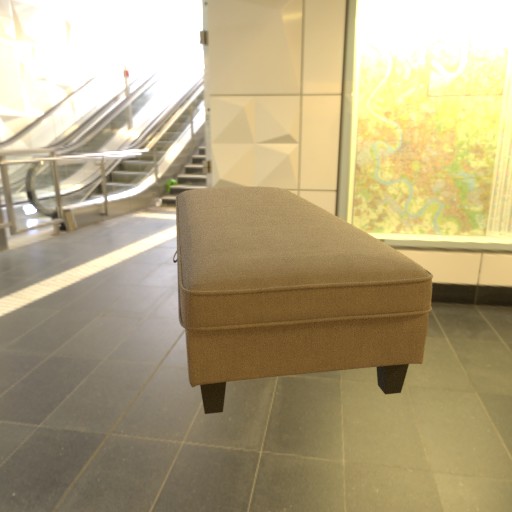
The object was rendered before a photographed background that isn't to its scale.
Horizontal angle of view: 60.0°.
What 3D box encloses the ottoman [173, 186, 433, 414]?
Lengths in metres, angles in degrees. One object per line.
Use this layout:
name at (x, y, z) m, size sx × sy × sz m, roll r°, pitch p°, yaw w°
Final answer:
ottoman at (0.000, 0.000, 2.042) m, size 0.751 × 0.470 × 1.764 m, roll -3°, pitch 16°, yaw -10°
